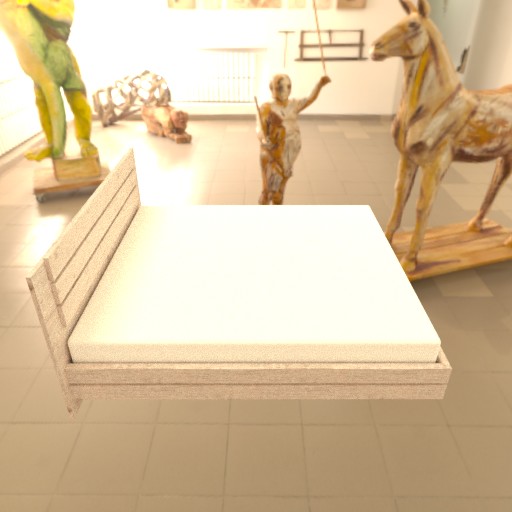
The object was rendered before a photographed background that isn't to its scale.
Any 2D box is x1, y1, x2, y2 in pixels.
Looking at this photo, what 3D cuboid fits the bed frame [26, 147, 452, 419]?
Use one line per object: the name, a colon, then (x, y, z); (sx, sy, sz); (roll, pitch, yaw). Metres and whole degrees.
bed frame: (0.000, 0.000, 3.076); (2.080, 0.970, 1.950); (0, 31, 0)
